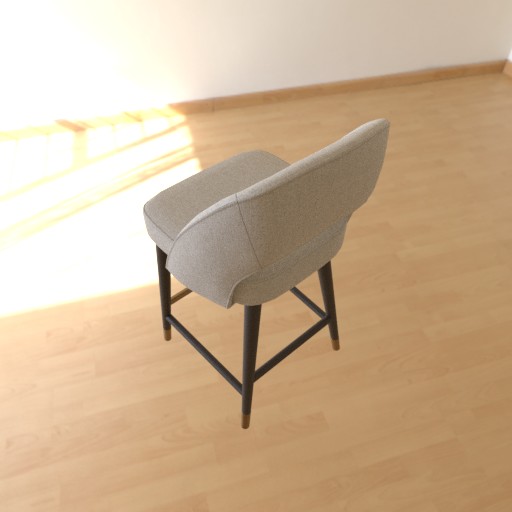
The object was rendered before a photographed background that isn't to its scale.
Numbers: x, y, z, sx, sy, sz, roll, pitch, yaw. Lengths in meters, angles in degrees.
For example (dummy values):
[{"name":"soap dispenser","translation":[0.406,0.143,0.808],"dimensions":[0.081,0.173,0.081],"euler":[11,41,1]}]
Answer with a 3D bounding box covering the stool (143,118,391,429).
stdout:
[{"name":"stool","translation":[0.000,0.000,1.247],"dimensions":[0.494,0.940,0.509],"euler":[-32,54,-27]}]
